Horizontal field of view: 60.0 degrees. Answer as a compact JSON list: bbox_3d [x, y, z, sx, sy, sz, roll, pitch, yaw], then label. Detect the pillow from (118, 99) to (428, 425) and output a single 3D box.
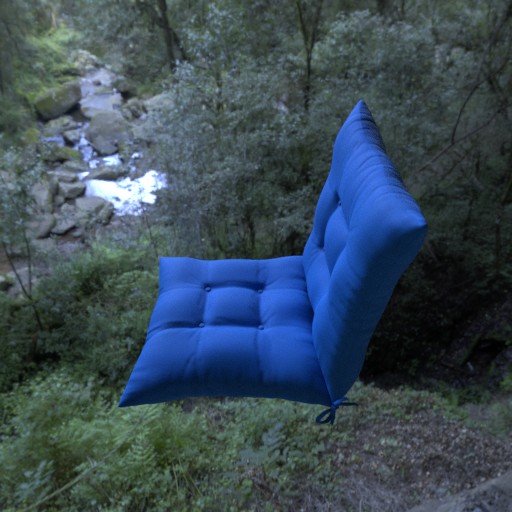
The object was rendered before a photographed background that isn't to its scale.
[{"bbox_3d":[0.000,0.000,1.000,0.585,0.536,0.541,0,40,0],"label":"pillow"}]
